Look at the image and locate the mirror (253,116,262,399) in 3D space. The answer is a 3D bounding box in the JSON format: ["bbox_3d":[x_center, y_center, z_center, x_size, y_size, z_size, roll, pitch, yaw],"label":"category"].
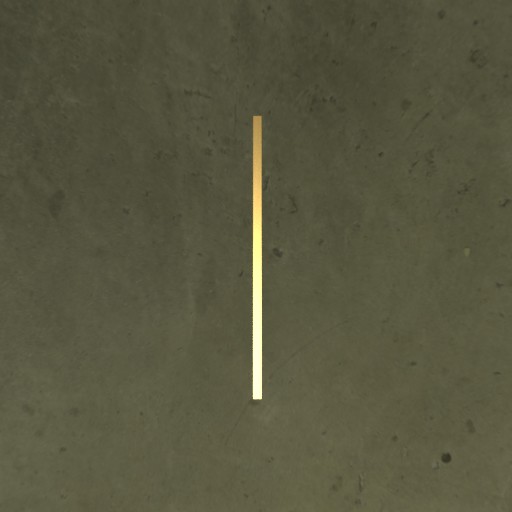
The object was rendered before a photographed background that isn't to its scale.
[{"bbox_3d":[0.000,0.000,2.289,0.025,2.031,0.812,0,90,0],"label":"mirror"}]
